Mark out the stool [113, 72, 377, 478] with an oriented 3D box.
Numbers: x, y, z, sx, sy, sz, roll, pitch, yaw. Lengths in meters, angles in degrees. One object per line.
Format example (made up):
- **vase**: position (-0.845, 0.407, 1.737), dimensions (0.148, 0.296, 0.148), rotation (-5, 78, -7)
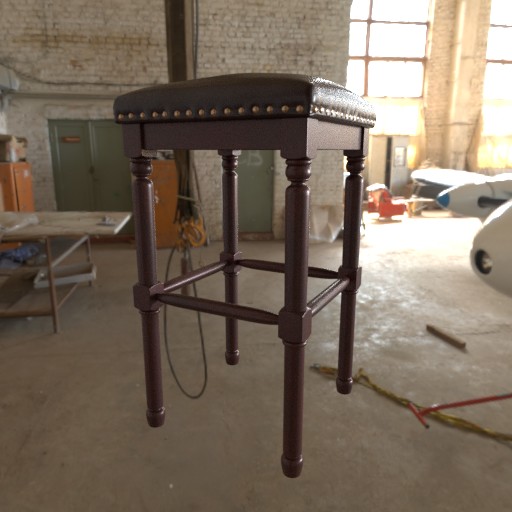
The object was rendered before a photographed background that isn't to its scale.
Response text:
- **stool**: position (0.000, 0.000, 0.928), dimensions (0.382, 0.702, 0.383), rotation (7, 15, 27)
